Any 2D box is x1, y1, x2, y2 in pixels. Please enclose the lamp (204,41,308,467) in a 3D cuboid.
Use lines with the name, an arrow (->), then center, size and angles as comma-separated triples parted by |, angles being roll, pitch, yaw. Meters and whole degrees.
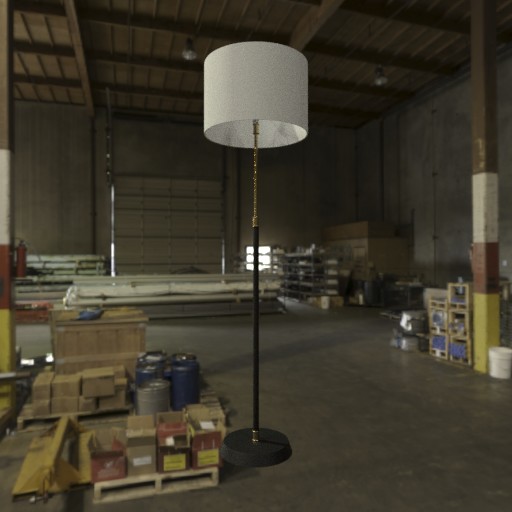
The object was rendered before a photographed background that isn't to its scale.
lamp -> 0.000, 0.000, 1.734 | 0.404, 1.517, 0.404 | 0, 0, -17
